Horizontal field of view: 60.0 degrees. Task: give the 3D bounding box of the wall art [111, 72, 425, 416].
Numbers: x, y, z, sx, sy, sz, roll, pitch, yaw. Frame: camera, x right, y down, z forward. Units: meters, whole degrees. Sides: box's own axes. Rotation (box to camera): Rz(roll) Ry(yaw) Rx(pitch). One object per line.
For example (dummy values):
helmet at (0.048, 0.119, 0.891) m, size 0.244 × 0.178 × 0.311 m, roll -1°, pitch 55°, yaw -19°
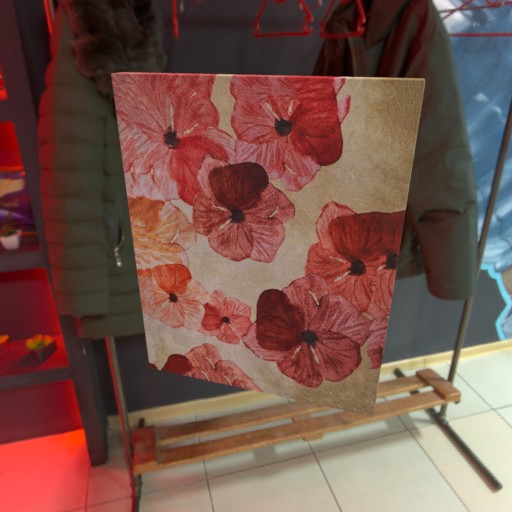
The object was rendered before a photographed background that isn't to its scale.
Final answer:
wall art at (0.000, 0.000, 0.673) m, size 0.406 × 0.508 × 0.028 m, roll 8°, pitch 27°, yaw 15°
